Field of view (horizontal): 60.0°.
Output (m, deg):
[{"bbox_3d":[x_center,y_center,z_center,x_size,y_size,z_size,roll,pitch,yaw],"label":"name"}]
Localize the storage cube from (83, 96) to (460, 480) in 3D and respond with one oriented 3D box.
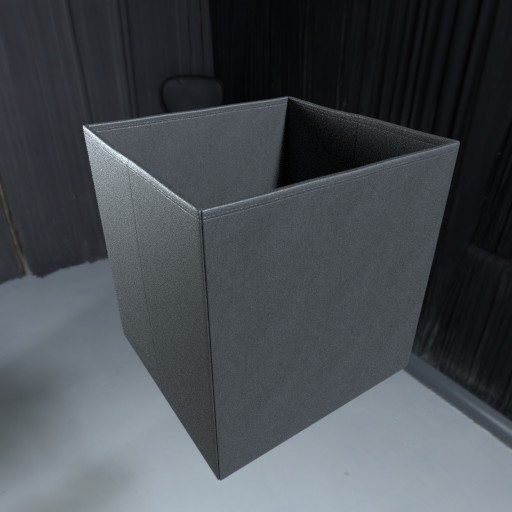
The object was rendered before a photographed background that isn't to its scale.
[{"bbox_3d":[0.000,0.000,0.499,0.270,0.280,0.270,-19,35,-29],"label":"storage cube"}]
